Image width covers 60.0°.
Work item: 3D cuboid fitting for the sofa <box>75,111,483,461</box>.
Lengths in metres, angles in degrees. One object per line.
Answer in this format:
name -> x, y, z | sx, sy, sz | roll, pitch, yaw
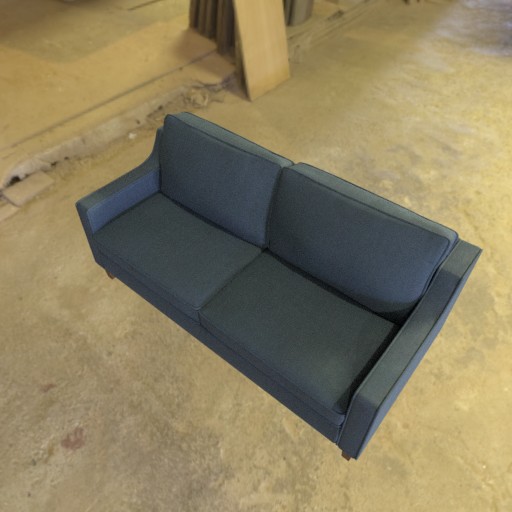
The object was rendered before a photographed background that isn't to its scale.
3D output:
sofa -> 0.000, 0.000, 2.733 | 2.178, 1.071, 1.066 | 31, 53, 26
